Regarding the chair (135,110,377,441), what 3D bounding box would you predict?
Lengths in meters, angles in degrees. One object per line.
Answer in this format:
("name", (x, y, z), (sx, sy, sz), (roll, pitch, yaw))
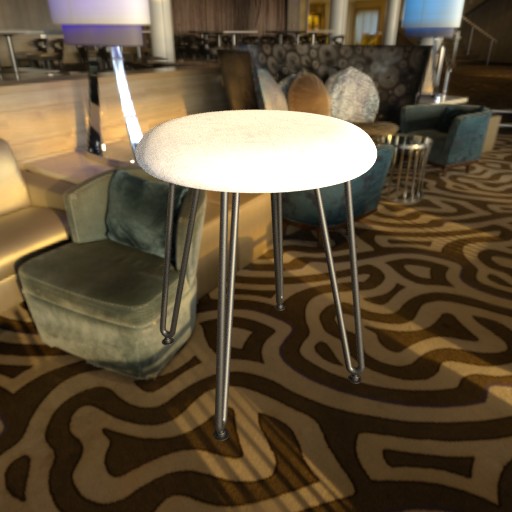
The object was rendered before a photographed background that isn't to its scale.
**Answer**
("chair", (0.000, 0.000, 0.654), (0.350, 0.386, 0.350), (8, 28, 15))
